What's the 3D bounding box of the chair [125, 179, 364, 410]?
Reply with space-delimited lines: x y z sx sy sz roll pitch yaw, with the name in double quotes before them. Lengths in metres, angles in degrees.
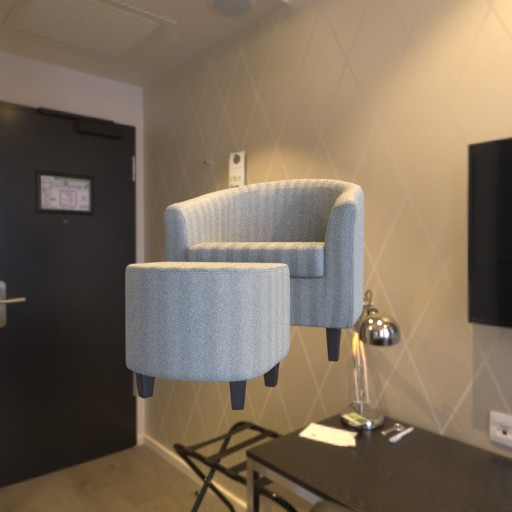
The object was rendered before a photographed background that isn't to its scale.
"chair" 0.000 0.000 1.680 0.756 0.757 1.288 0 1 19
